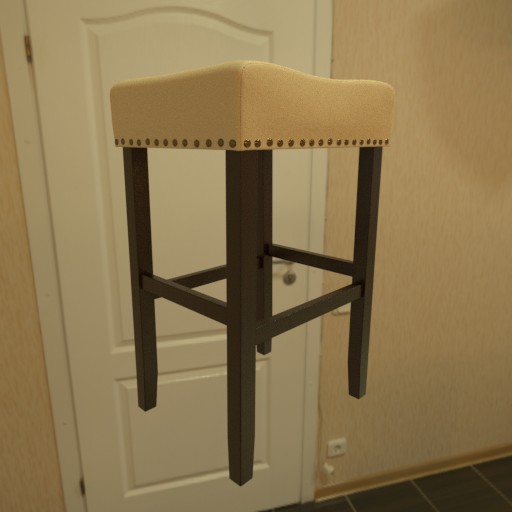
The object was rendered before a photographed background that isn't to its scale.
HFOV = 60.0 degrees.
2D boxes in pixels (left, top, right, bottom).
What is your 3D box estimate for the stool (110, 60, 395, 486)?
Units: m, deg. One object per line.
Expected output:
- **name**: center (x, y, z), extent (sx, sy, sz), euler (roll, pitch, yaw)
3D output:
- **stool**: center (0.000, 0.000, 1.028), extent (0.401, 0.762, 0.471), euler (14, 21, 43)
